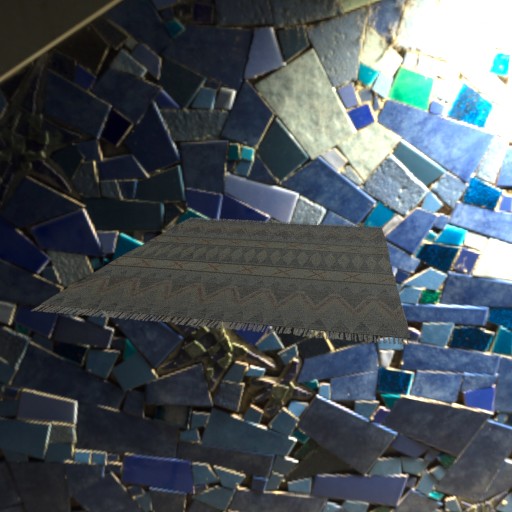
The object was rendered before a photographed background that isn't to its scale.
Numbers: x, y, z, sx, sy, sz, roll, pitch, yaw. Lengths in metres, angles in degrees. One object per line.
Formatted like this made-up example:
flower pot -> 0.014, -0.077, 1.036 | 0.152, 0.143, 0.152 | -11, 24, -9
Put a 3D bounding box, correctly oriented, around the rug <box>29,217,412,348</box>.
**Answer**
rug -> 0.000, 0.000, 3.994 | 2.371, 0.012, 3.000 | 4, 17, 12
